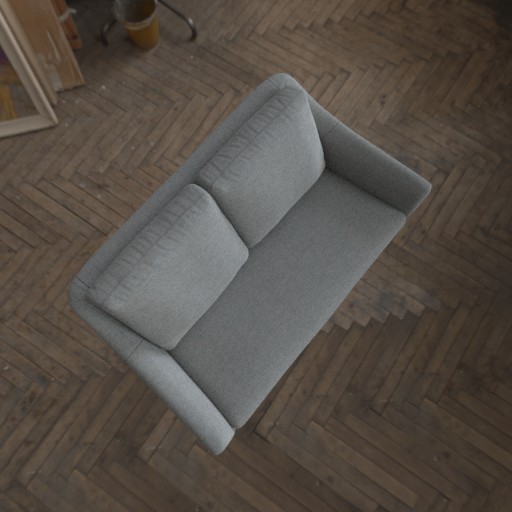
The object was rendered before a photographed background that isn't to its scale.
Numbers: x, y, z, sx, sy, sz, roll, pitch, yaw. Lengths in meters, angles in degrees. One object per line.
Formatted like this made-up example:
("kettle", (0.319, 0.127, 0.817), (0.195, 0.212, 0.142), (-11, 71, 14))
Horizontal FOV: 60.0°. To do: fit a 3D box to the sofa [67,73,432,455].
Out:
("sofa", (0.000, 0.000, 2.240), (0.960, 0.904, 1.619), (39, 79, 9))
